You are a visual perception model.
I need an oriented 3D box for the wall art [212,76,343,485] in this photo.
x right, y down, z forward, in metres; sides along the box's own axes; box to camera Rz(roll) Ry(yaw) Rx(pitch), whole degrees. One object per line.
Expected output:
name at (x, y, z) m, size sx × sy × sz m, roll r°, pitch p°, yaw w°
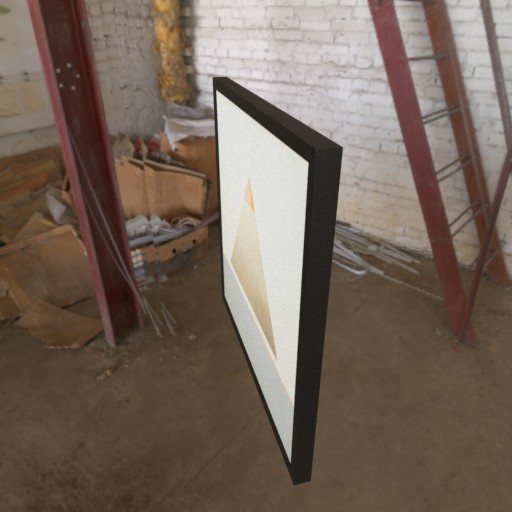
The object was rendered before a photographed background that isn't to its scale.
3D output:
wall art at (0.000, 0.000, 0.759) m, size 0.028 × 0.511 × 0.513 m, roll -8°, pitch 30°, yaw -14°
